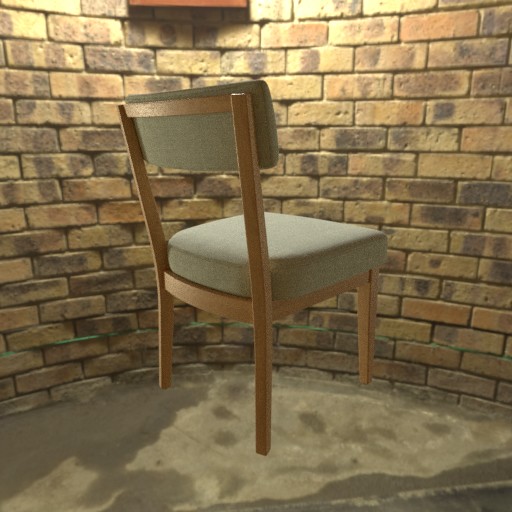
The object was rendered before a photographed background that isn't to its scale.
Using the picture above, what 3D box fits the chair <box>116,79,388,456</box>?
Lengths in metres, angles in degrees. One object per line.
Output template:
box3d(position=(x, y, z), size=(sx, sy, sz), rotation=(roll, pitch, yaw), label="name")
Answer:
box3d(position=(0.000, 0.000, 1.215), size=(0.508, 0.832, 0.572), rotation=(14, 21, 42), label="chair")
